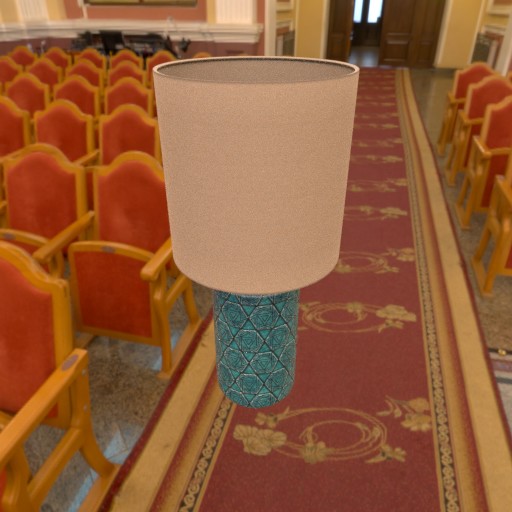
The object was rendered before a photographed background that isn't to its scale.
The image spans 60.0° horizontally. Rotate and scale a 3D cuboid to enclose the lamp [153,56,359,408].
[{"bbox_3d":[0.000,0.000,0.755,0.278,0.597,0.278,7,30,13],"label":"lamp"}]
